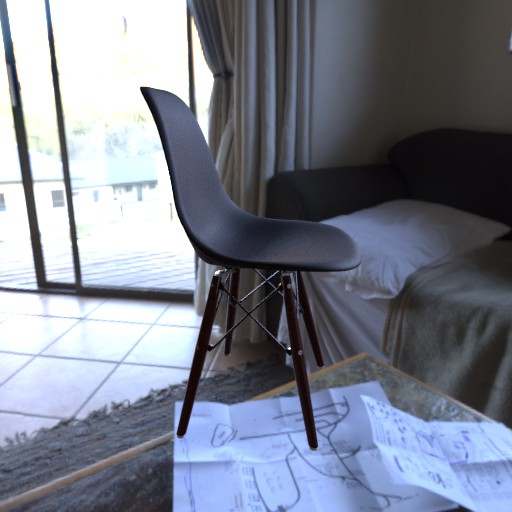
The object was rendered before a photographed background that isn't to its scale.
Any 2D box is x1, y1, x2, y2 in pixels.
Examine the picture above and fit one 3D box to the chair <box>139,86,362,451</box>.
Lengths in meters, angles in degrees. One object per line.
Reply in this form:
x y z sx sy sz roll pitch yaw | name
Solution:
0.000 0.000 1.149 0.533 0.826 0.470 3 16 10 | chair
